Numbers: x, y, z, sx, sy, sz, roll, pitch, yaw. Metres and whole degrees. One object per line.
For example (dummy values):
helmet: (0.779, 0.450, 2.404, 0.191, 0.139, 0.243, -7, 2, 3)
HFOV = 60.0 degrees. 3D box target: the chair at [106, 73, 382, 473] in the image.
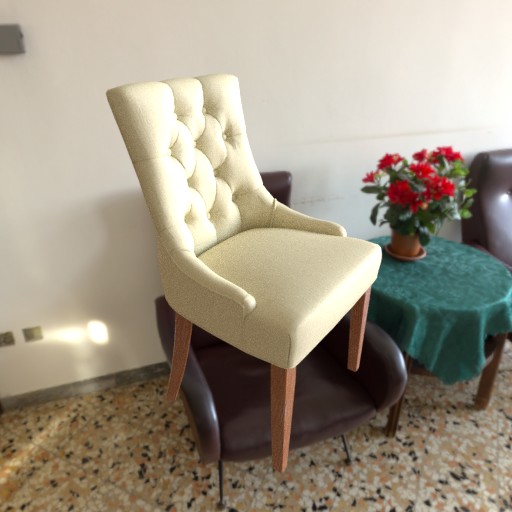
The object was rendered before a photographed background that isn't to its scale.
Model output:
chair: (0.000, 0.000, 1.199, 0.565, 0.874, 0.509, 18, 32, 31)
